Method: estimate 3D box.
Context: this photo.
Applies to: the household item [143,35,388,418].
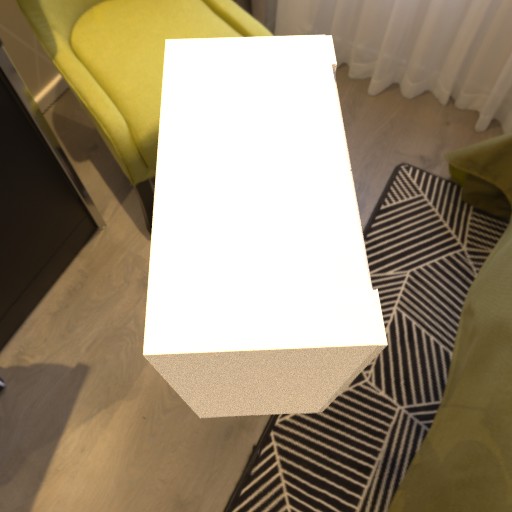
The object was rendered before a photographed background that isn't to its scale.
[{"bbox_3d":[0.000,0.000,1.326,0.420,0.870,0.800,-2,63,-1],"label":"household item"}]
